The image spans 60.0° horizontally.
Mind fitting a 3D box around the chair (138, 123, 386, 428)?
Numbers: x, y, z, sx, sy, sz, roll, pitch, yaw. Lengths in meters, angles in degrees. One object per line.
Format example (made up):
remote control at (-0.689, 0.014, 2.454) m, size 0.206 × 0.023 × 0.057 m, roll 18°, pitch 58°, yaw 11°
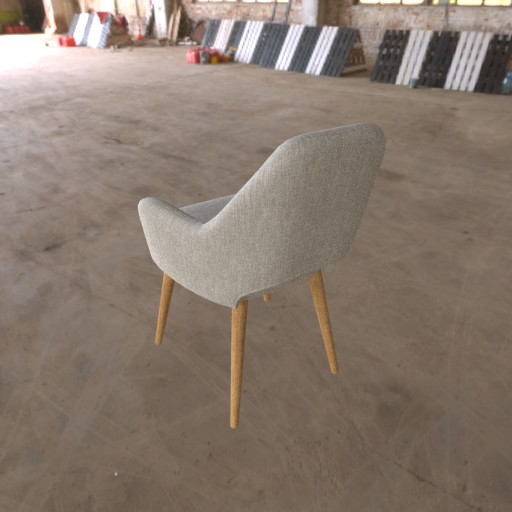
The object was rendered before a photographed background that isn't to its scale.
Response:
chair at (0.000, 0.000, 1.248) m, size 0.590 × 0.840 × 0.610 m, roll -19°, pitch 36°, yaw -28°
